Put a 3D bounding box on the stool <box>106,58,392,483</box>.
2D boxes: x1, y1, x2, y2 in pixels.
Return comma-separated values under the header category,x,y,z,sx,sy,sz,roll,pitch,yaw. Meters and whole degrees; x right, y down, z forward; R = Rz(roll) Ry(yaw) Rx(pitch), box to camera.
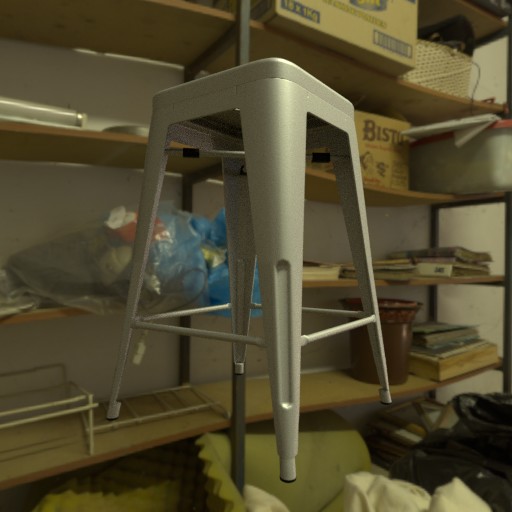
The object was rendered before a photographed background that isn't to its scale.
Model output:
category,x,y,z,sx,sy,sz,roll,pitch,yaw
stool,0.000,0.000,0.869,0.406,0.610,0.406,0,0,36
